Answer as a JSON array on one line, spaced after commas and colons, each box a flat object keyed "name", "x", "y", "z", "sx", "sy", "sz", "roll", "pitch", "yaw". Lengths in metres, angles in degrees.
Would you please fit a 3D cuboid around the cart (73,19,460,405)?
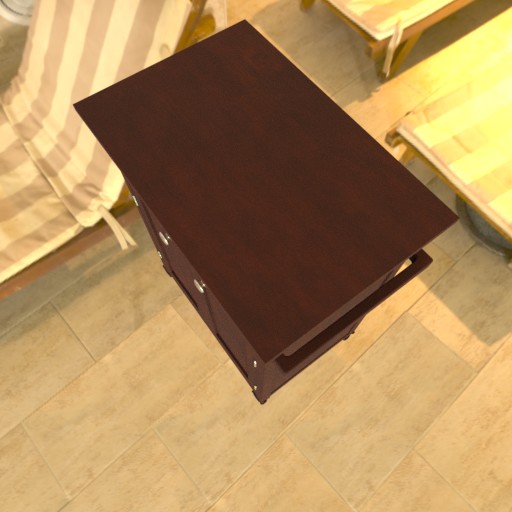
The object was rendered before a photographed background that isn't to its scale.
[{"name": "cart", "x": 0.000, "y": 0.000, "z": 1.248, "sx": 0.442, "sy": 0.864, "sz": 0.683, "roll": -34, "pitch": 69, "yaw": -15}]
